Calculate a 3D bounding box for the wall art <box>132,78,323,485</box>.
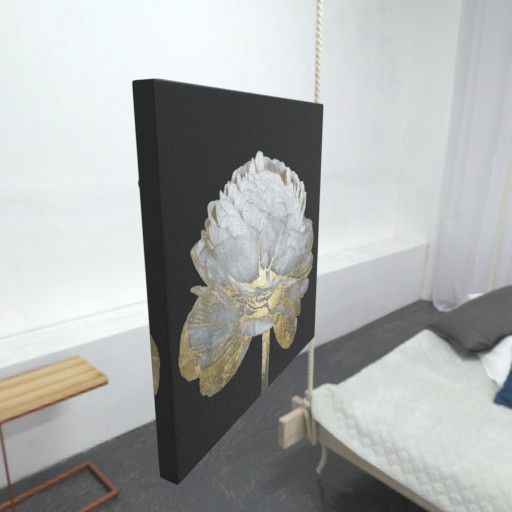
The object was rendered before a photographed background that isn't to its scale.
[{"bbox_3d":[0.000,0.000,0.895,0.043,0.611,0.610,8,18,27],"label":"wall art"}]
